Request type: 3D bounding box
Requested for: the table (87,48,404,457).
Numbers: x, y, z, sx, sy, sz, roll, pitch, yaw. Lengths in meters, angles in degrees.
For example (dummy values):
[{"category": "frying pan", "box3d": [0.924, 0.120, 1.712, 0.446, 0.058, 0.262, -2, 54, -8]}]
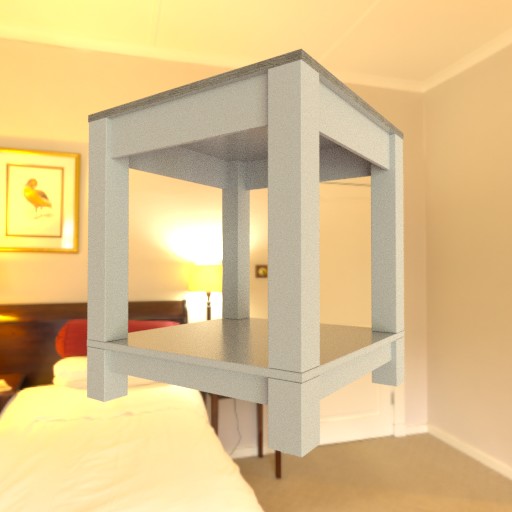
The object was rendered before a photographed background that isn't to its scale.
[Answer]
[{"category": "table", "box3d": [0.000, 0.000, 0.987, 0.506, 0.587, 0.504, -1, -1, 34]}]
